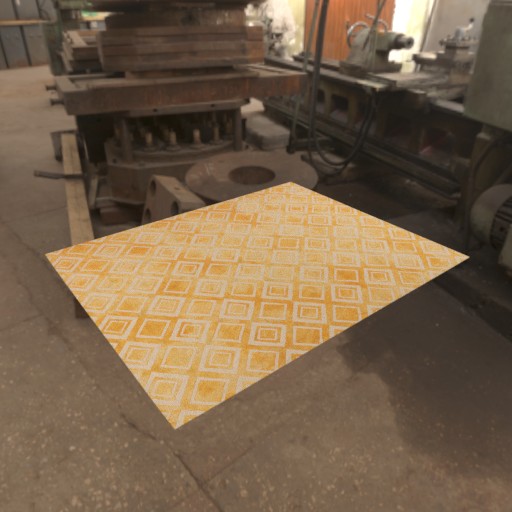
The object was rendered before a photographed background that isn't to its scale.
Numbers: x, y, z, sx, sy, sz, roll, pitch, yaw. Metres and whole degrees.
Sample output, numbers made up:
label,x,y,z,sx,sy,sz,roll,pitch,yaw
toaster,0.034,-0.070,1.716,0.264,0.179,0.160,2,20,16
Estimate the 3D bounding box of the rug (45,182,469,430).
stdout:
label,x,y,z,sx,sy,sz,roll,pitch,yaw
rug,0.000,0.000,4.050,3.037,0.011,2.433,-21,36,-32
